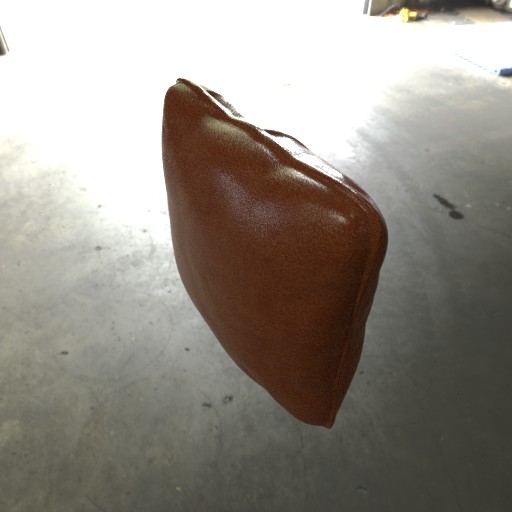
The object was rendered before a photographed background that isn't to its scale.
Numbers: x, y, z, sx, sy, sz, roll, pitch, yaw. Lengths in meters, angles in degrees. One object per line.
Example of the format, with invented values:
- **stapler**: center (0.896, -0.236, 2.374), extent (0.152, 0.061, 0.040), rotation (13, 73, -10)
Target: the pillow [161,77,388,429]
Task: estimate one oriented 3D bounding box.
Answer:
- **pillow**: center (0.000, 0.000, 0.820), extent (0.236, 0.523, 0.532), rotation (-24, 47, -24)
